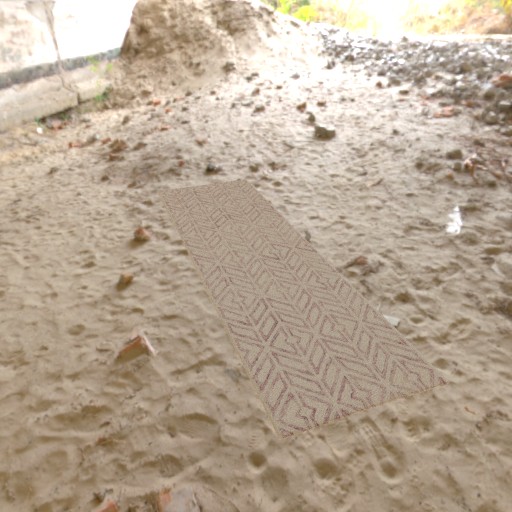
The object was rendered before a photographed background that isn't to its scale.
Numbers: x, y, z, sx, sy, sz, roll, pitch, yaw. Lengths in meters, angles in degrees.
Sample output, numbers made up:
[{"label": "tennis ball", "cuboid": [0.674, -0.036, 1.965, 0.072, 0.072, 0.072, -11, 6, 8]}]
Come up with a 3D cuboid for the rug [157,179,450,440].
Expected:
[{"label": "rug", "cuboid": [0.000, 0.000, 2.652, 0.750, 0.009, 2.435, -11, 32, -18]}]
